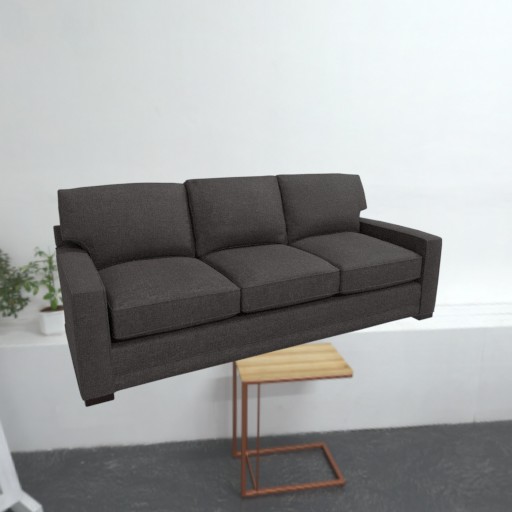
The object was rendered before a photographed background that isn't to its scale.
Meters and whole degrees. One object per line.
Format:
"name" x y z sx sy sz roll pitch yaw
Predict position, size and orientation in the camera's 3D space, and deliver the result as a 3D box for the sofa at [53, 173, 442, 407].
"sofa" 0.000 0.000 2.928 2.369 0.978 1.004 -8 17 -26
